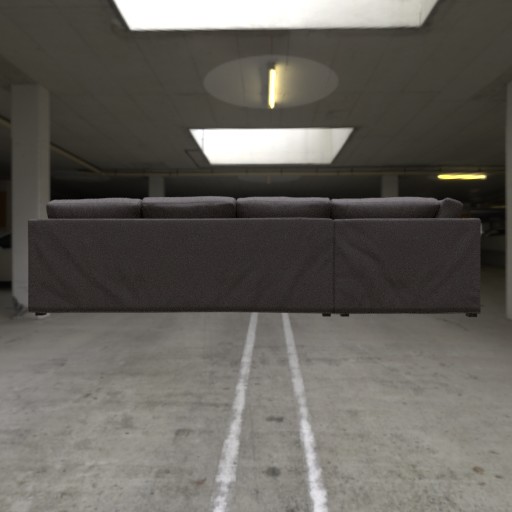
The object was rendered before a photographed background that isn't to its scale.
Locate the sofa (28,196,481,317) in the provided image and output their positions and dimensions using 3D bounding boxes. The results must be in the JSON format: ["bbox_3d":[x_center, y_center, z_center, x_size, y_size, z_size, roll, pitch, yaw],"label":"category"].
[{"bbox_3d":[0.000,0.000,4.287,3.182,0.871,2.432,0,0,1],"label":"sofa"}]
